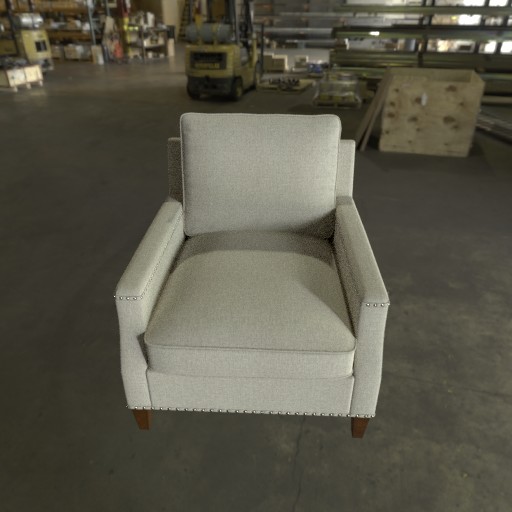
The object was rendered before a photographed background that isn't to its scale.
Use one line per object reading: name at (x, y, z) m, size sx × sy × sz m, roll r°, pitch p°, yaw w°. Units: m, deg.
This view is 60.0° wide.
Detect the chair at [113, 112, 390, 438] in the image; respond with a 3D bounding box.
chair at (0.000, 0.000, 1.748) m, size 0.853 × 0.943 × 1.014 m, roll 1°, pitch 30°, yaw 2°
